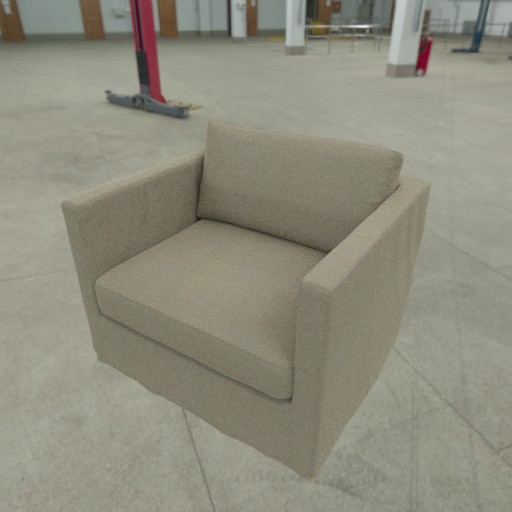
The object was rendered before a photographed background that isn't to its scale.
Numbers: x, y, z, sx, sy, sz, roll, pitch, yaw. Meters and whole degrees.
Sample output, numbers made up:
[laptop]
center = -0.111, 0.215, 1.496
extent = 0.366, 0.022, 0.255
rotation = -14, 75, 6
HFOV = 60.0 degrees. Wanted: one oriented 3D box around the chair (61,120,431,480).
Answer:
[chair]
center = 0.000, 0.000, 1.742
extent = 1.057, 0.863, 0.949
rotation = 18, 34, 28
